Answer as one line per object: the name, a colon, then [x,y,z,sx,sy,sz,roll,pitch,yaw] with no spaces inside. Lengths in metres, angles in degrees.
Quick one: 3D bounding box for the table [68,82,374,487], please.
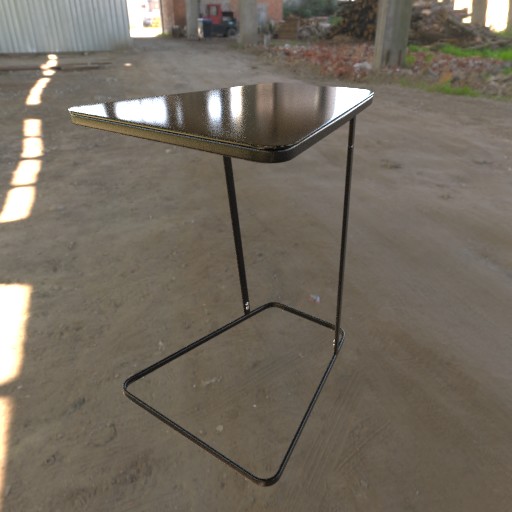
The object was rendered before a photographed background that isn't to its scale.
table: [0.000,0.000,0.934,0.427,0.624,0.500,19,34,31]
